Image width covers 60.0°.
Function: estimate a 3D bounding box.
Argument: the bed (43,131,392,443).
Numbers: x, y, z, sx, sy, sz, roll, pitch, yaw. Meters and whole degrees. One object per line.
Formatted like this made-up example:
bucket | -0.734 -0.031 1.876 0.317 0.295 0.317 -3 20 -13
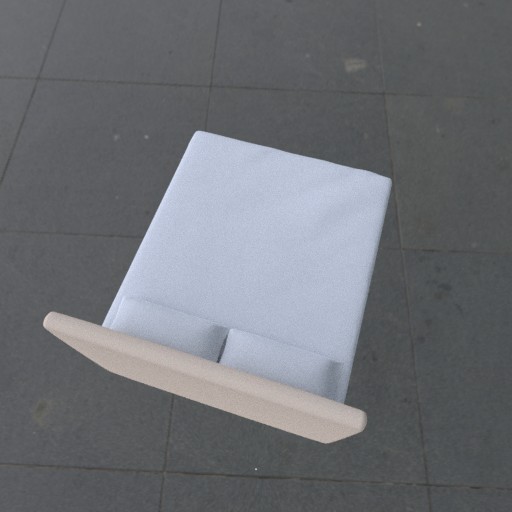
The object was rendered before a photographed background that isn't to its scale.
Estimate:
bed | 0.000 0.000 3.326 1.884 1.330 2.142 16 65 7
